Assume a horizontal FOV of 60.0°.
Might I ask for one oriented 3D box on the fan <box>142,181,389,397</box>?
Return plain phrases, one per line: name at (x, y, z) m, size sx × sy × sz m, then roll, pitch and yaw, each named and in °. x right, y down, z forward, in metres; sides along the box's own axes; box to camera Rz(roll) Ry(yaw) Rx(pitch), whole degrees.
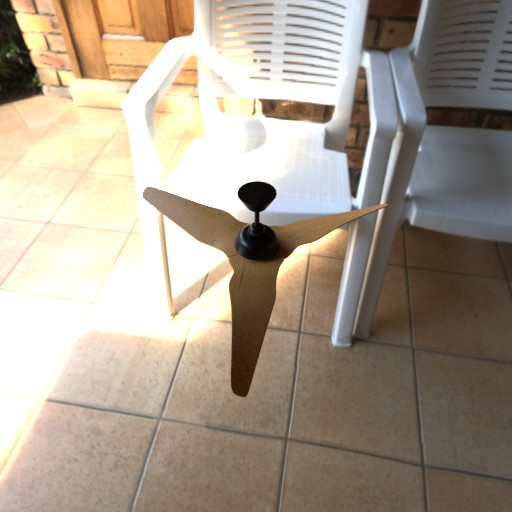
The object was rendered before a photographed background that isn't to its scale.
fan at (0.000, 0.000, 1.653) m, size 1.142 × 0.355 × 1.010 m, roll 3°, pitch 46°, yaw 3°
